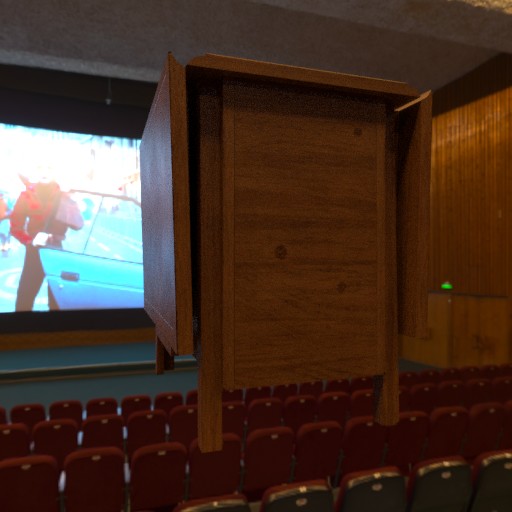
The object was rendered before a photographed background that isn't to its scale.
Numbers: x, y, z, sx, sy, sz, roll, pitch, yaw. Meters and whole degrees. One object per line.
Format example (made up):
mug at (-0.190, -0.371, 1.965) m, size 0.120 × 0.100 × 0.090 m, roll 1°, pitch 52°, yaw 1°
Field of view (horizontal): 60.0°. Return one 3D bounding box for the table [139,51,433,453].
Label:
table at (0.000, 0.000, 1.258) m, size 0.591 × 0.763 × 0.746 m, roll 0°, pitch 0°, yaw -19°
